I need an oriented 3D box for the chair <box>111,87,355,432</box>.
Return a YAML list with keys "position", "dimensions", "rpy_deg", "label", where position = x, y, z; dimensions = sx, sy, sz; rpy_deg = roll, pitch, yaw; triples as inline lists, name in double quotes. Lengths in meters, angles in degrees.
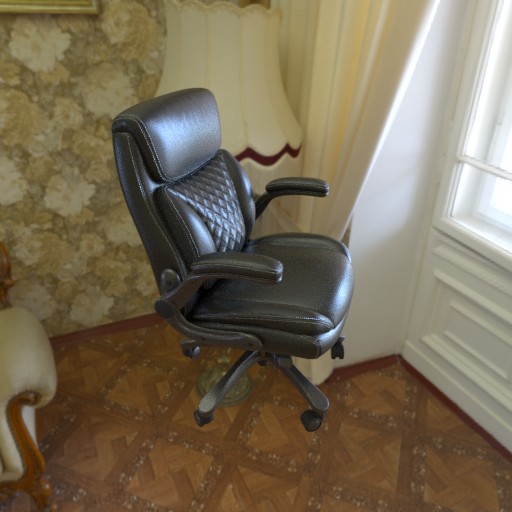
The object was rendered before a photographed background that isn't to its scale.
- position: [0.000, 0.000, 1.633]
  dimensions: [0.724, 1.110, 0.782]
  rpy_deg: [9, 30, 16]
  label: "chair"
